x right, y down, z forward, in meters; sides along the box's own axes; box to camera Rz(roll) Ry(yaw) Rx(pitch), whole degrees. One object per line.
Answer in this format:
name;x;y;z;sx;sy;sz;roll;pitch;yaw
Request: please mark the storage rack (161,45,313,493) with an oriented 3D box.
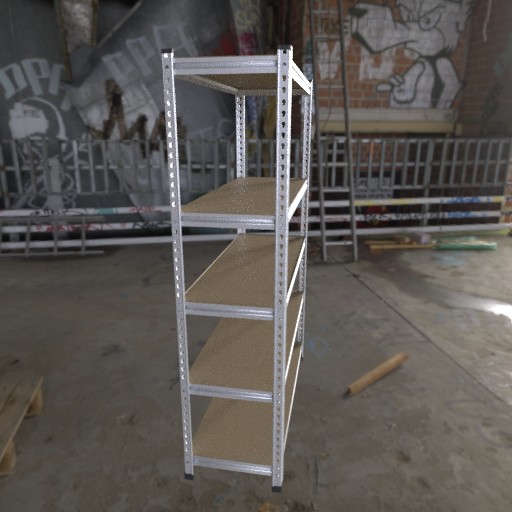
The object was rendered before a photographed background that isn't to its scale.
storage rack;0.000;0.000;2.331;0.457;1.829;1.219;3;17;10
